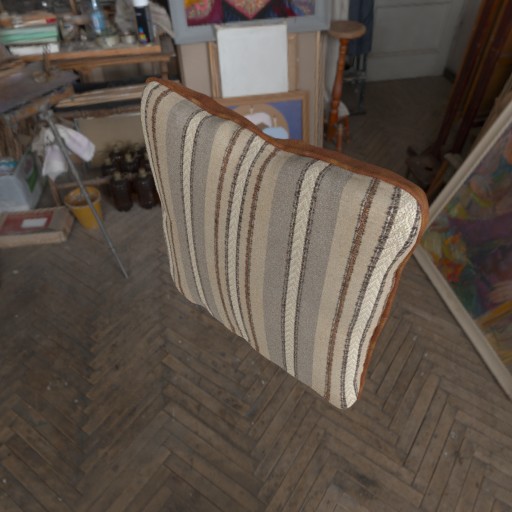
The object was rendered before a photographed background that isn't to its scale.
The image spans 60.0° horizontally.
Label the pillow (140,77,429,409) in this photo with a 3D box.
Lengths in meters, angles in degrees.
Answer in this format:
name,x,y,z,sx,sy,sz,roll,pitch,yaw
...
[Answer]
name,x,y,z,sx,sy,sz,roll,pitch,yaw
pillow,0.000,0.000,0.751,0.489,0.490,0.130,32,53,27
